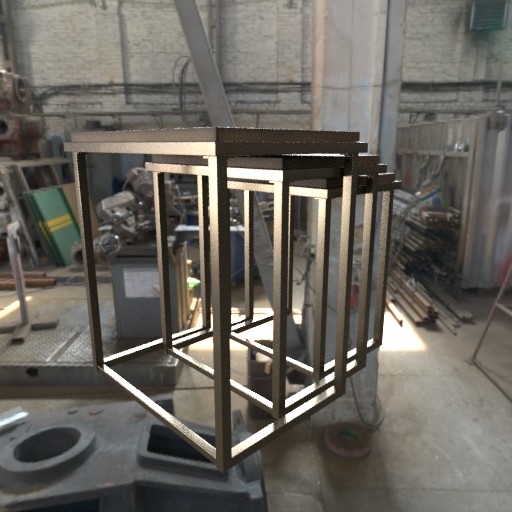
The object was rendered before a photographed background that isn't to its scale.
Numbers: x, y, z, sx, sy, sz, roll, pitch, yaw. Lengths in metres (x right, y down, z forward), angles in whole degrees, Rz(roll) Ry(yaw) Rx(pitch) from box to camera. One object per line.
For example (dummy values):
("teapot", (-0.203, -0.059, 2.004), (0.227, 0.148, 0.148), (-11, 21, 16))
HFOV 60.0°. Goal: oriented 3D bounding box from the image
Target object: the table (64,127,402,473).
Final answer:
("table", (0.000, 0.000, 1.144), (0.706, 0.610, 0.559), (-13, 19, -42))
